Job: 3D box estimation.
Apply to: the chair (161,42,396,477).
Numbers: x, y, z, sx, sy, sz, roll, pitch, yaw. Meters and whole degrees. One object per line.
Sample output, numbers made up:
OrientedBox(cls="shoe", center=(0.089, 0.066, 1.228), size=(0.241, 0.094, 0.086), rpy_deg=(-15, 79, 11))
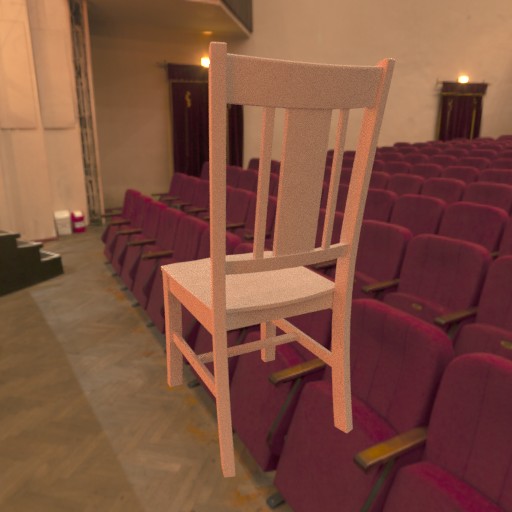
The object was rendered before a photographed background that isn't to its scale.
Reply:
OrientedBox(cls="chair", center=(0.000, 0.000, 1.257), size=(0.450, 0.998, 0.555), rpy_deg=(-8, 18, -26))
